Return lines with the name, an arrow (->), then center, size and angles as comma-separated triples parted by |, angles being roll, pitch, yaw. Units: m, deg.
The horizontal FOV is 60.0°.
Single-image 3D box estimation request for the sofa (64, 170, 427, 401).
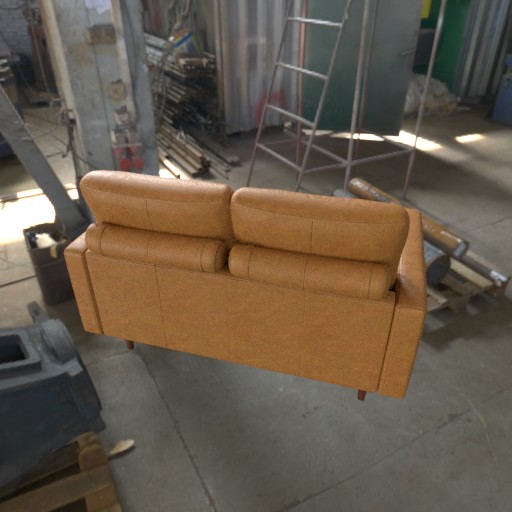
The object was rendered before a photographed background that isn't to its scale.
sofa -> 0.000, 0.000, 2.014 | 1.430, 0.898, 0.868 | 9, 33, 14
